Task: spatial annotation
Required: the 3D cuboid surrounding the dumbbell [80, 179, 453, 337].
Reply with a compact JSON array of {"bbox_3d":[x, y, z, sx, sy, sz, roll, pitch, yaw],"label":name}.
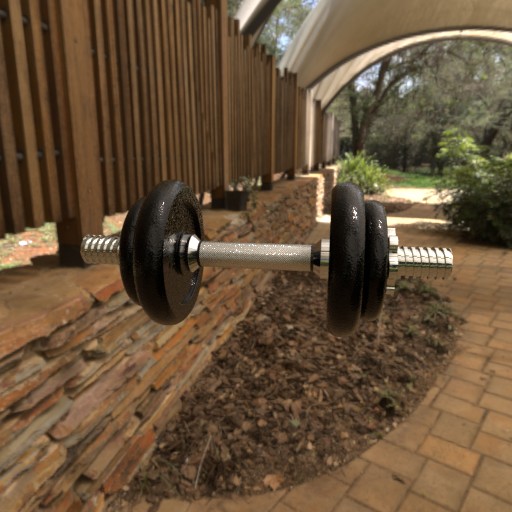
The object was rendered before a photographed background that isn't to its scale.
[{"bbox_3d":[0.000,0.000,0.601,0.497,0.202,0.202,2,14,9],"label":"dumbbell"}]
